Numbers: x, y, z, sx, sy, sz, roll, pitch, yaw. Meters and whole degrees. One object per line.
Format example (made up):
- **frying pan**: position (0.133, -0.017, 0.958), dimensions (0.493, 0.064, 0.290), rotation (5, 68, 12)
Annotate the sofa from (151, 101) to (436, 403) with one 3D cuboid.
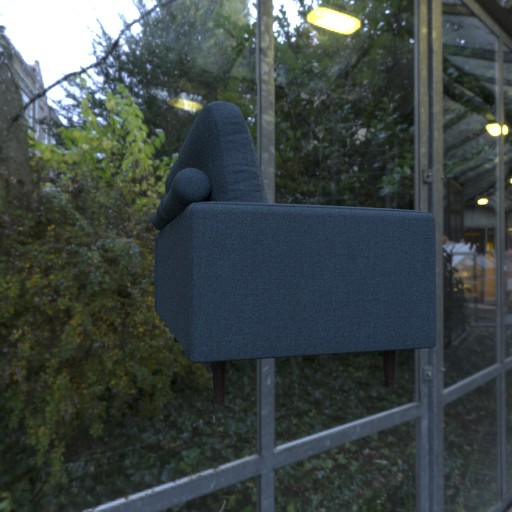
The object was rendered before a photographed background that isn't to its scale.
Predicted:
- **sofa**: position (0.000, 0.000, 1.954), dimensions (0.842, 0.907, 1.407), rotation (0, -1, -17)
